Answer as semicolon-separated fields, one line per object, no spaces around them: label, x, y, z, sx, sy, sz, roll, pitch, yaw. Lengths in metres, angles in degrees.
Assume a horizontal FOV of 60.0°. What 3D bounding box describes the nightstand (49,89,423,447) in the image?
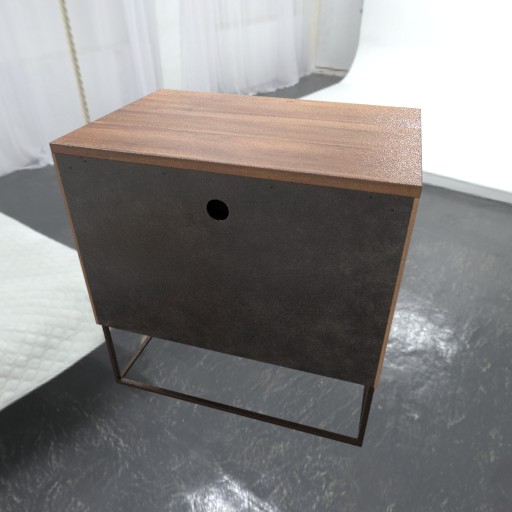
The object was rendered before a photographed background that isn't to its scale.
nightstand;0.000;0.000;1.014;0.605;0.611;0.427;10;35;14
